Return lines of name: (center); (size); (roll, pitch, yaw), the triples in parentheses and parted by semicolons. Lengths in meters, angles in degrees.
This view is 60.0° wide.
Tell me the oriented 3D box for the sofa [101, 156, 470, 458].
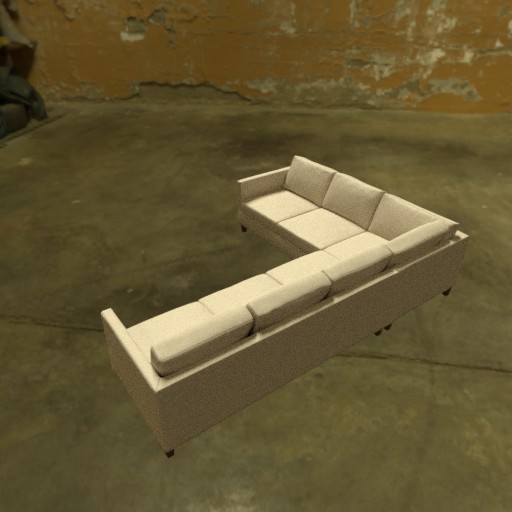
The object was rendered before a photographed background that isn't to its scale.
sofa: (0.000, 0.000, 4.275); (3.182, 0.863, 2.432); (-21, 37, -30)
